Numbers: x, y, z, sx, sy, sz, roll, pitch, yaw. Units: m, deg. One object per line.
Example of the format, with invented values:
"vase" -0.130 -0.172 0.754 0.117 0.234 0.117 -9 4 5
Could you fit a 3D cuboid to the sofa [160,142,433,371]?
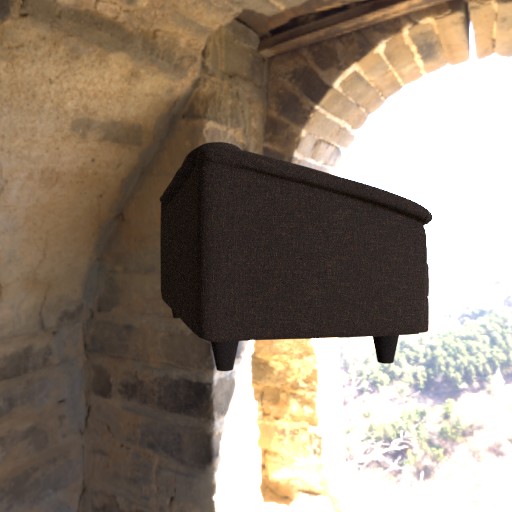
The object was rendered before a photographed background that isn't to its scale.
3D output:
"sofa" 0.000 0.000 2.286 0.887 0.790 1.849 0 0 -17
